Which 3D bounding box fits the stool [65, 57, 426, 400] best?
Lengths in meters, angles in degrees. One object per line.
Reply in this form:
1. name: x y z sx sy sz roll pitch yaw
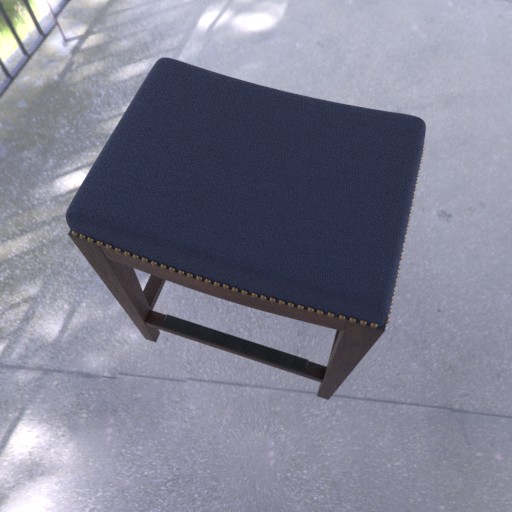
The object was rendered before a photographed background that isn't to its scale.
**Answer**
1. stool: 0.000 0.000 0.938 0.500 0.642 0.361 16 65 8
